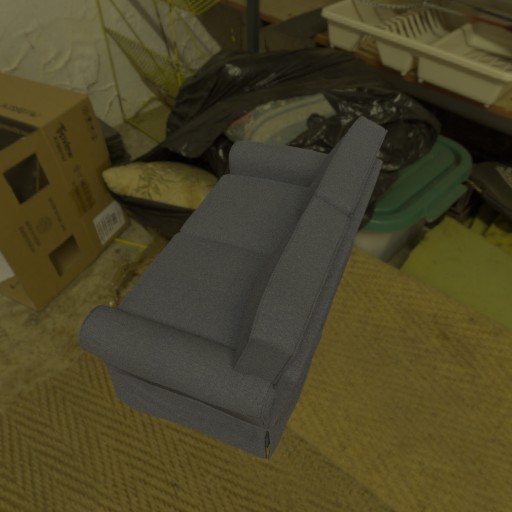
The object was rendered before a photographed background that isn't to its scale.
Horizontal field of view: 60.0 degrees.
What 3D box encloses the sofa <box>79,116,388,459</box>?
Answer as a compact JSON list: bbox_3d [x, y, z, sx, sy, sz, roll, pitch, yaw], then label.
[{"bbox_3d":[0.000,0.000,2.434,0.997,1.059,1.801,16,47,16],"label":"sofa"}]
